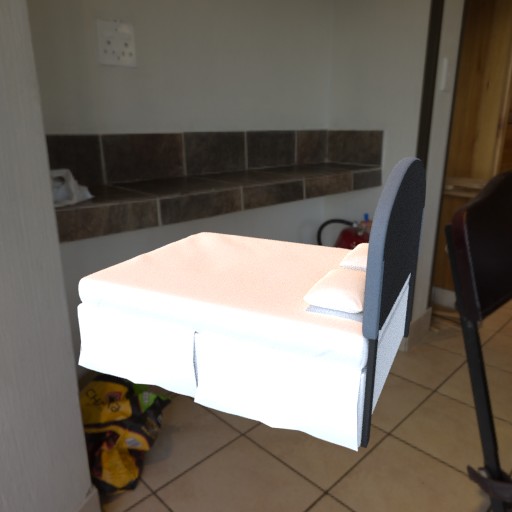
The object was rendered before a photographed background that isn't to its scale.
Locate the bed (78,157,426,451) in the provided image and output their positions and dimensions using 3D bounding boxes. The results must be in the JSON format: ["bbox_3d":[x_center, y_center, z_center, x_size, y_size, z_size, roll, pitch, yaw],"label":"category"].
[{"bbox_3d":[0.000,0.000,3.106,2.005,1.410,1.607,8,18,25],"label":"bed"}]
